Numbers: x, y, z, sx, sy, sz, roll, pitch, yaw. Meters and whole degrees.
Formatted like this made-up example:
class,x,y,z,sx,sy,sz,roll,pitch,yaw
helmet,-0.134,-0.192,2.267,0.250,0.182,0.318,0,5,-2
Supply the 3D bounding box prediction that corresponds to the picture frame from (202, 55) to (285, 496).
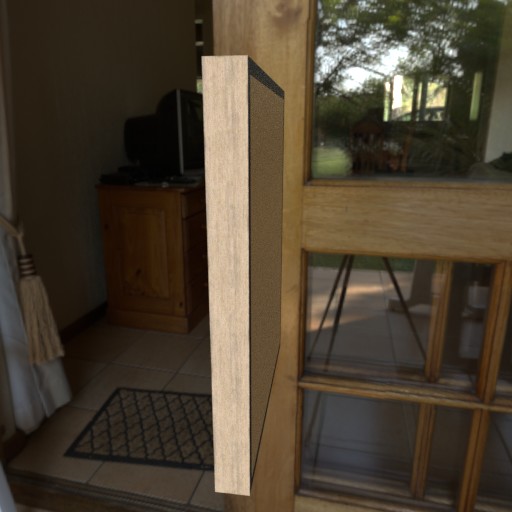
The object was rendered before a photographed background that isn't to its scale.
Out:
class,x,y,z,sx,sy,sz,roll,pitch,yaw
picture frame,0.000,0.000,0.706,0.046,0.526,0.421,2,16,8
